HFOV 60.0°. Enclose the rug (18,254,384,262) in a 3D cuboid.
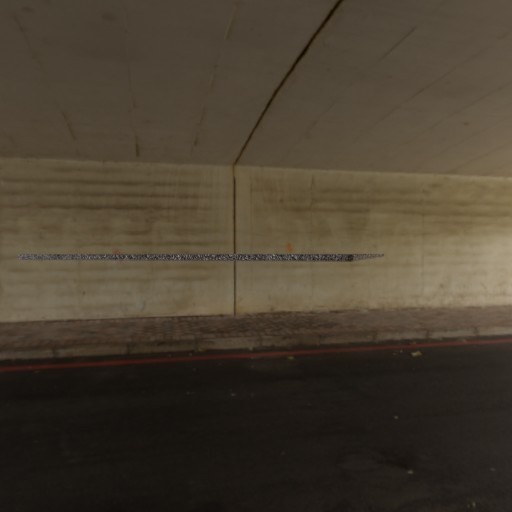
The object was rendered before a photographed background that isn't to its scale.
[{"bbox_3d":[0.000,0.000,2.877,1.502,0.025,2.350,0,0,19],"label":"rug"}]
